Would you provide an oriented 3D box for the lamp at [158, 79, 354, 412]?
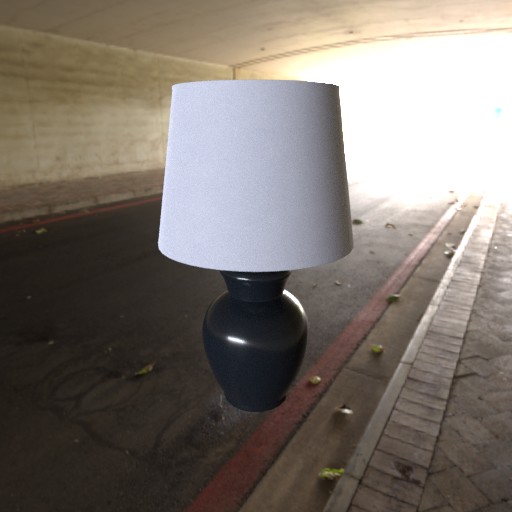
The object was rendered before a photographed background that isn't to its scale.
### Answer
[{"bbox_3d":[0.000,0.000,0.560,0.239,0.399,0.239,0,17,0],"label":"lamp"}]
